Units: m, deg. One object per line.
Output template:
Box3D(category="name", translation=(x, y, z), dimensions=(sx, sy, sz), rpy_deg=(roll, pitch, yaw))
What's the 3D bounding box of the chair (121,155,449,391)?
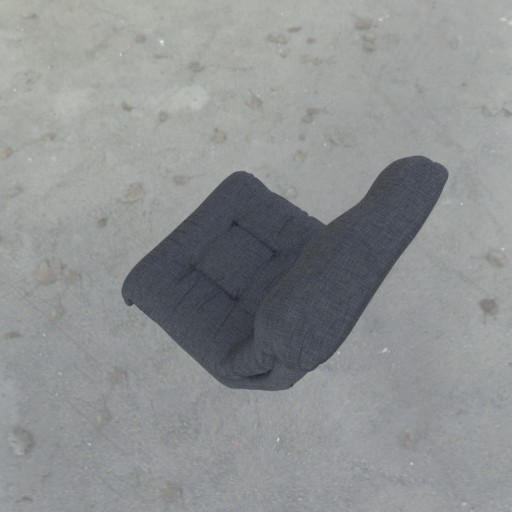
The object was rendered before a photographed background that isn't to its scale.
Box3D(category="chair", translation=(0.000, 0.000, 1.228), dimensions=(0.668, 0.749, 0.597), rpy_deg=(35, 67, 17))
